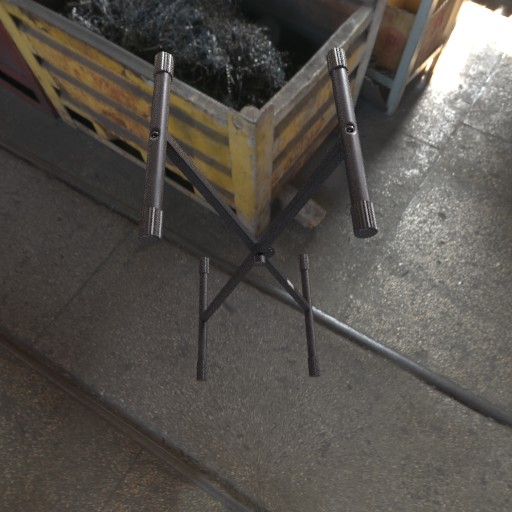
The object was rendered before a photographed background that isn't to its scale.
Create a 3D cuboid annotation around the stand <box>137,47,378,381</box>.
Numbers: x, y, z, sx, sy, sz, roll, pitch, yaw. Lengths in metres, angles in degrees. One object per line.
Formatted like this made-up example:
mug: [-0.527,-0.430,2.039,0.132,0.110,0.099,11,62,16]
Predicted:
stand: [0.000,0.000,1.162,0.409,0.940,0.449,-2,63,-1]
